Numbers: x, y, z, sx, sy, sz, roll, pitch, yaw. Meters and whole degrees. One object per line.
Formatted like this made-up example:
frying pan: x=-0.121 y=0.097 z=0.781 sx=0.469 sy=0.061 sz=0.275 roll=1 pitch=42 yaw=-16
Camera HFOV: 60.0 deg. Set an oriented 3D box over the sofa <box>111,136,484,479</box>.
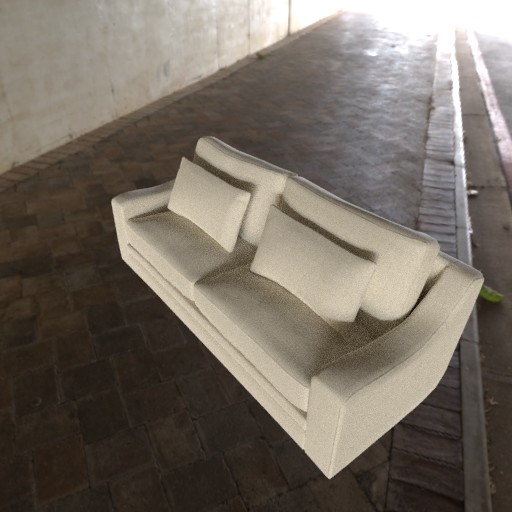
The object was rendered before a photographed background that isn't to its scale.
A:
sofa: x=0.000 y=0.000 z=2.941 sx=1.009 sy=1.022 sz=2.470 roll=-23 pitch=40 yaw=-31
